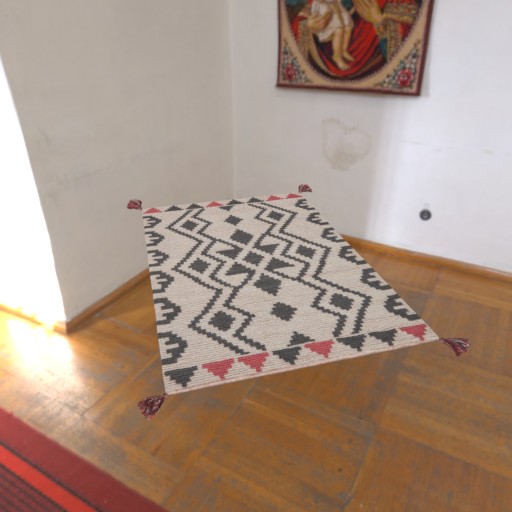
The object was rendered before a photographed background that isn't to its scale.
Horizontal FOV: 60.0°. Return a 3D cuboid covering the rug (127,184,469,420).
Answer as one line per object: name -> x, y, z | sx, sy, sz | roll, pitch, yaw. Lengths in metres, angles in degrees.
rug -> 0.000, 0.000, 2.608 | 1.444, 0.067, 2.069 | -8, 31, -13
